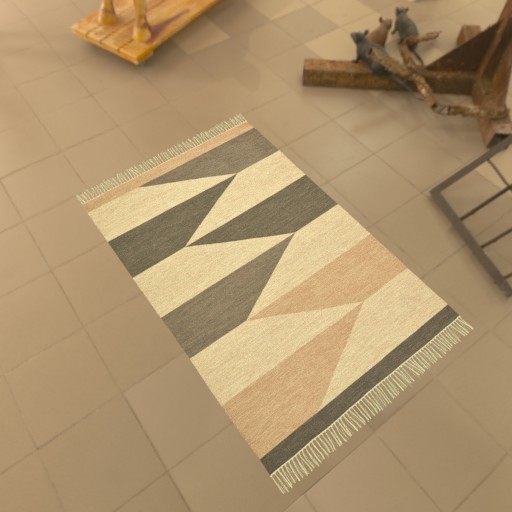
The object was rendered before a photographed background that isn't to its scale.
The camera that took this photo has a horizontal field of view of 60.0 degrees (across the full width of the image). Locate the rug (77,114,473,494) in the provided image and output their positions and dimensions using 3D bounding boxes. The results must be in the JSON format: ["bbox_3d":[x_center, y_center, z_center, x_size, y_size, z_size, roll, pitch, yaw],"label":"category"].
[{"bbox_3d":[0.000,0.000,2.446,1.224,0.027,2.021,-32,63,-19],"label":"rug"}]
